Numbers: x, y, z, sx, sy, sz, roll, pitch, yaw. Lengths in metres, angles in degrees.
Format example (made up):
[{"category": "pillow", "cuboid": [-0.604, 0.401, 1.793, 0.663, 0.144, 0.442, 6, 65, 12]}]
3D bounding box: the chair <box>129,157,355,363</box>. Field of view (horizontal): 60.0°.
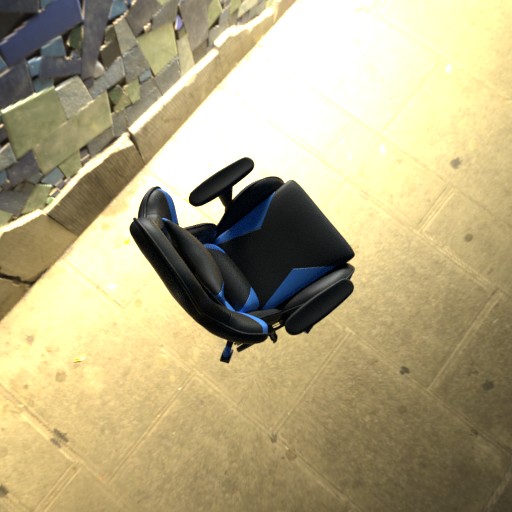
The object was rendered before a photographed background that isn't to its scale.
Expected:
[{"category": "chair", "cuboid": [0.000, 0.000, 1.676, 0.730, 1.282, 0.695, -36, 78, -9]}]
